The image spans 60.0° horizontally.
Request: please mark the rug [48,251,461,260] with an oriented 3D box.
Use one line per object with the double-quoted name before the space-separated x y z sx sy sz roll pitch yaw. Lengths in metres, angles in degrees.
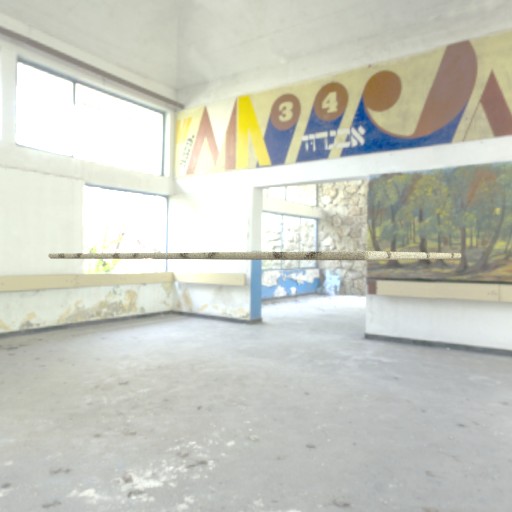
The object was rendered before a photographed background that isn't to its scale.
"rug" 0.000 0.000 2.132 1.600 0.025 1.200 0 0 36
